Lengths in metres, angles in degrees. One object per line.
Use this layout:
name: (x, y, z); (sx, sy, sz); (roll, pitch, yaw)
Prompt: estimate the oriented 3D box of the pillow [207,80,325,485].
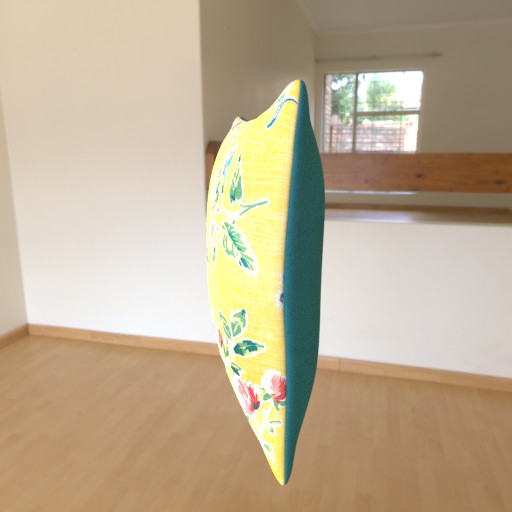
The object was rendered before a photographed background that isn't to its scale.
pillow: (0.000, 0.000, 0.780); (0.166, 0.508, 0.525); (-2, 13, -9)
